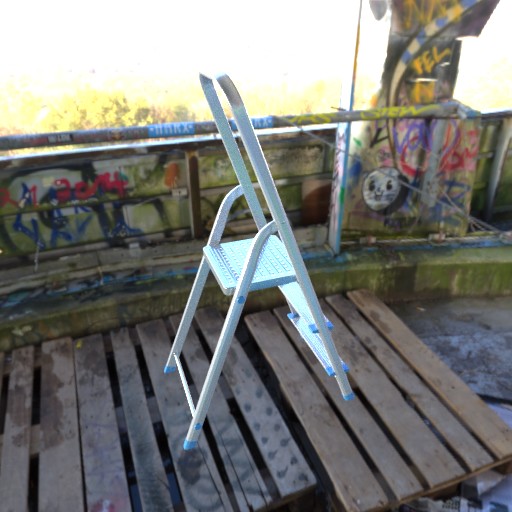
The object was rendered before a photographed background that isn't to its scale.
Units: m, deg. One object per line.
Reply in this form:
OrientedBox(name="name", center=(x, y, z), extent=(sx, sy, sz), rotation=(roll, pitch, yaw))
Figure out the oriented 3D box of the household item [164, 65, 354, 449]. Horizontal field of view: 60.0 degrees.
OrientedBox(name="household item", center=(0.000, 0.000, 1.531), extent=(0.687, 1.215, 0.420), rotation=(-10, 31, -17))
